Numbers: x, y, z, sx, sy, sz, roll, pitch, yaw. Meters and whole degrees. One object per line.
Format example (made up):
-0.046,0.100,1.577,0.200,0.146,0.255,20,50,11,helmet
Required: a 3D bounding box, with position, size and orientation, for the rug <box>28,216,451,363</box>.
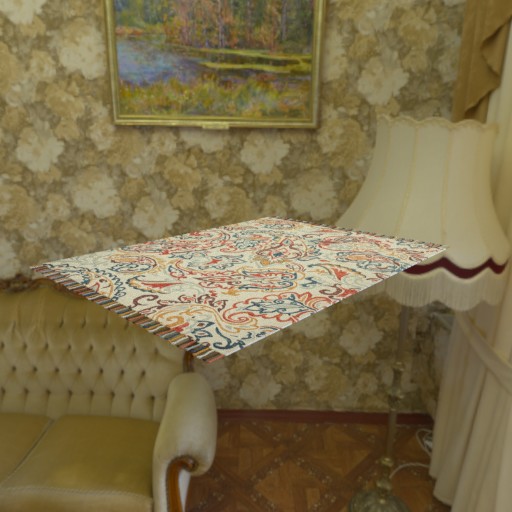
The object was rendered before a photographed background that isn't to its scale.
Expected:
0.000,0.000,4.241,2.439,0.015,3.274,15,22,41,rug
